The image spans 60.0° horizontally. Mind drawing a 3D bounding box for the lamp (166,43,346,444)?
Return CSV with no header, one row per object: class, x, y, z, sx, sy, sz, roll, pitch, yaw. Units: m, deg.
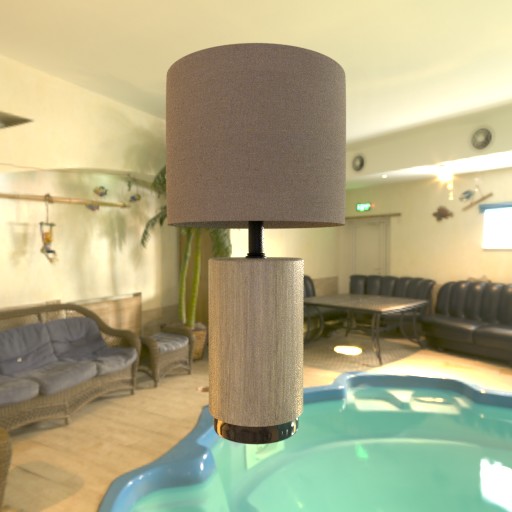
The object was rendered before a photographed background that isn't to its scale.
lamp,0.000,0.000,0.575,0.228,0.444,0.228,1,2,36
